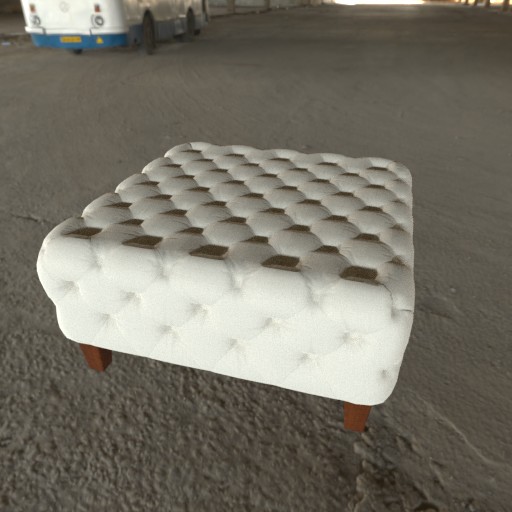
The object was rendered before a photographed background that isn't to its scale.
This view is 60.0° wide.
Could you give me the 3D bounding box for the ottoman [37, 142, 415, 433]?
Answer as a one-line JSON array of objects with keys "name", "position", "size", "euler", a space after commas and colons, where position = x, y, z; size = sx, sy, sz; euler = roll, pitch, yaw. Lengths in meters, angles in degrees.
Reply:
[{"name": "ottoman", "position": [0.000, 0.000, 1.177], "size": [0.753, 0.376, 0.755], "euler": [9, 32, 14]}]
